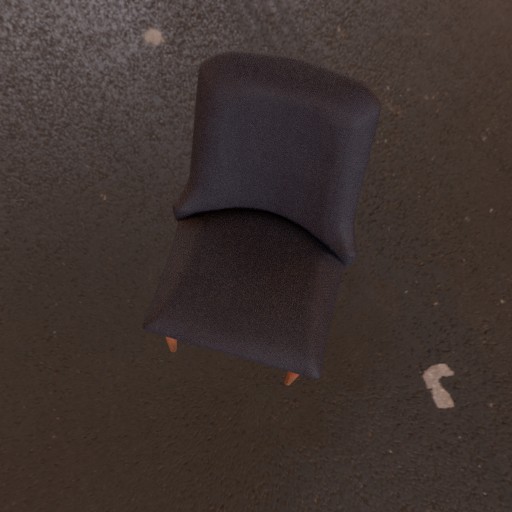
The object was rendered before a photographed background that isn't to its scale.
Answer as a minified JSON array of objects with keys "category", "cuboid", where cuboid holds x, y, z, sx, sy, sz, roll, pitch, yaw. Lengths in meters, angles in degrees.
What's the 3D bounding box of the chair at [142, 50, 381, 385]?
[{"category":"chair","cuboid":[0.000,0.000,1.148,0.504,0.820,0.567,15,75,4]}]
